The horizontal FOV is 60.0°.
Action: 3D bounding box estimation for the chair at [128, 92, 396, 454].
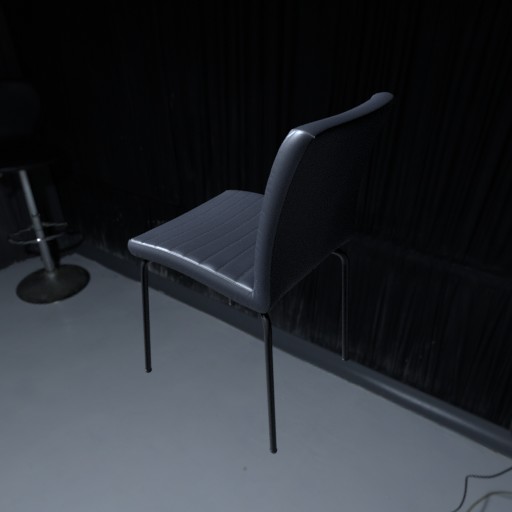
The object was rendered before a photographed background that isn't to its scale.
[{"bbox_3d":[0.000,0.000,1.214,0.572,0.872,0.450,22,38,30],"label":"chair"}]
